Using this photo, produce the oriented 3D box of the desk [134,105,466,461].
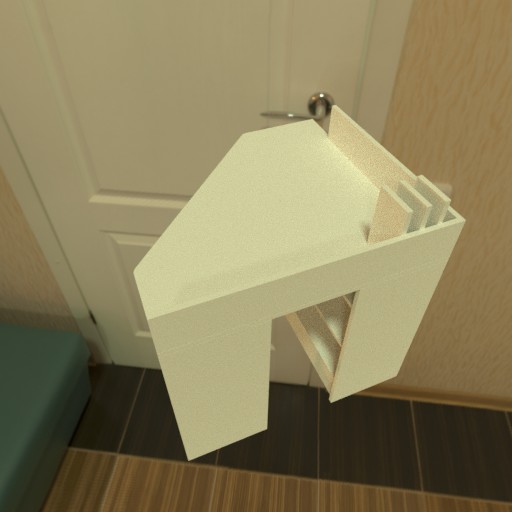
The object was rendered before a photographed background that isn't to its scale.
[{"bbox_3d":[0.000,0.000,1.766,0.940,0.986,0.940,-16,48,-15],"label":"desk"}]
